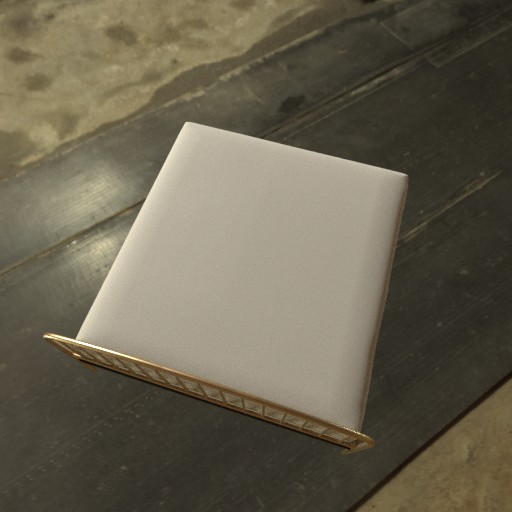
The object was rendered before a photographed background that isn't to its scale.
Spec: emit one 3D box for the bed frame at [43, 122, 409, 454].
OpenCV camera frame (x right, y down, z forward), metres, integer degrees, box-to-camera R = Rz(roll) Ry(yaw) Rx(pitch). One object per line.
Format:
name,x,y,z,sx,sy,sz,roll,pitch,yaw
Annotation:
bed frame,0.000,0.000,3.287,2.016,1.174,2.152,16,64,8
